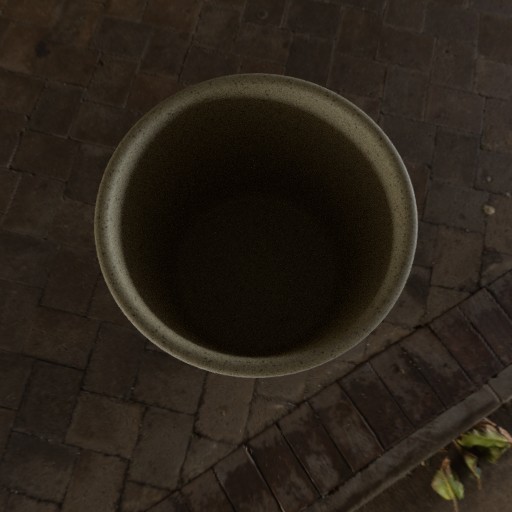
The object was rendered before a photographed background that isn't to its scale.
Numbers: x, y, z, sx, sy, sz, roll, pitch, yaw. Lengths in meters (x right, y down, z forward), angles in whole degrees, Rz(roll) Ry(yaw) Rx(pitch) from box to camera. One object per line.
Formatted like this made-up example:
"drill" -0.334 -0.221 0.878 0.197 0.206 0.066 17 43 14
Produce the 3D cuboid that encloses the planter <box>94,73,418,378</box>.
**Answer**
"planter" 0.000 0.000 0.356 0.191 0.199 0.191 0 74 0
